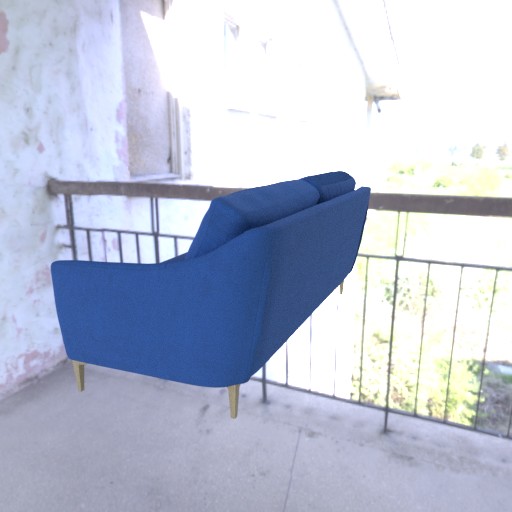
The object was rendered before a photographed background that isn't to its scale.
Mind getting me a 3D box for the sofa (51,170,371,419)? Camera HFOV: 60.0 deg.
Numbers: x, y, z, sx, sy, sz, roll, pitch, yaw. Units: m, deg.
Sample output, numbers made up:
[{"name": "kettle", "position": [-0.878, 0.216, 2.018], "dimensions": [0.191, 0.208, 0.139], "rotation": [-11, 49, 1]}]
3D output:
[{"name": "sofa", "position": [0.000, 0.000, 2.553], "dimensions": [0.960, 0.903, 2.036], "rotation": [7, 16, 24]}]
